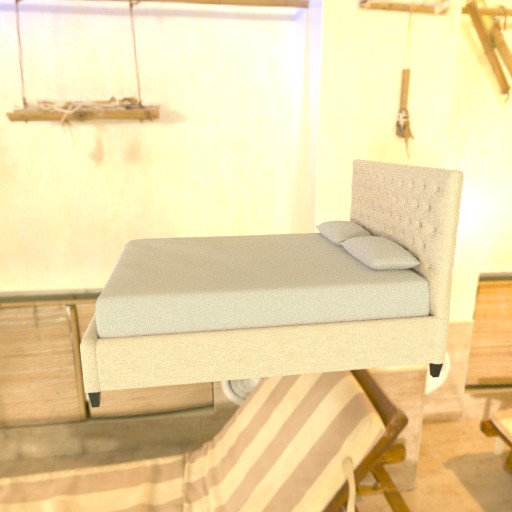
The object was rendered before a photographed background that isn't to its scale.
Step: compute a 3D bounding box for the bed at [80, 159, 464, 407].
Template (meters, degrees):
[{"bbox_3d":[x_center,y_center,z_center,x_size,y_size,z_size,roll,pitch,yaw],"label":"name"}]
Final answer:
[{"bbox_3d":[0.000,0.000,3.519,2.387,1.427,1.698,-2,15,-9],"label":"bed"}]
